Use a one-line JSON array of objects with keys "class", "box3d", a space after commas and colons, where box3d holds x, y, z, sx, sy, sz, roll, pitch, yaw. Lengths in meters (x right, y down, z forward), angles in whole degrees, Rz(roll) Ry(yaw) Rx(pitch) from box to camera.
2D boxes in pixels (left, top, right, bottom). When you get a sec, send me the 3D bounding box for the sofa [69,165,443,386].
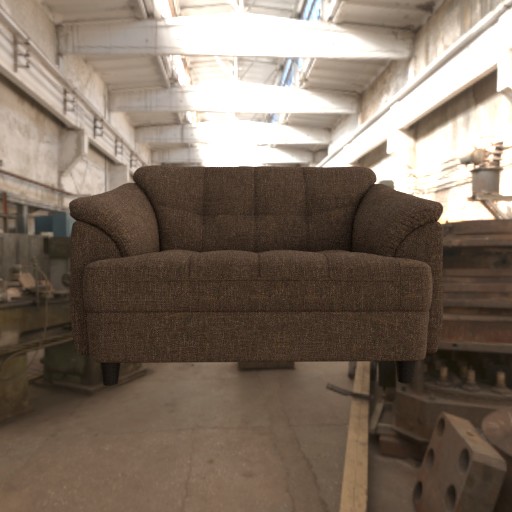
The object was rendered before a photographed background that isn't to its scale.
[{"class": "sofa", "box3d": [0.000, 0.000, 1.914, 1.404, 0.895, 0.799, 0, 1, -1]}]
